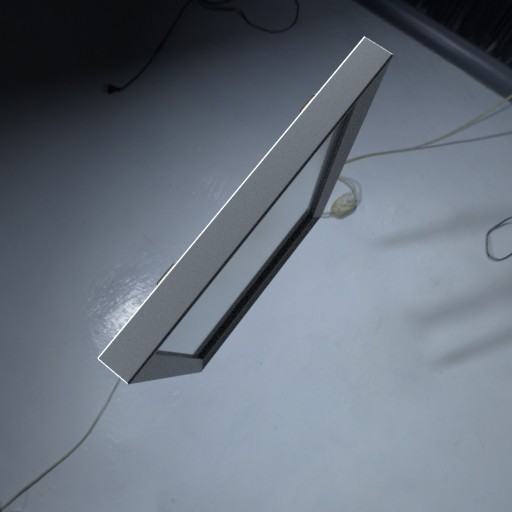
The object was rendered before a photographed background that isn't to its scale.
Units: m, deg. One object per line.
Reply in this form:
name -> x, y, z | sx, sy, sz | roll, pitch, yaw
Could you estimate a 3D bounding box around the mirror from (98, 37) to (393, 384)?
mirror -> 0.000, 0.000, 0.661 | 0.041, 0.509, 0.406 | 37, 79, 8
